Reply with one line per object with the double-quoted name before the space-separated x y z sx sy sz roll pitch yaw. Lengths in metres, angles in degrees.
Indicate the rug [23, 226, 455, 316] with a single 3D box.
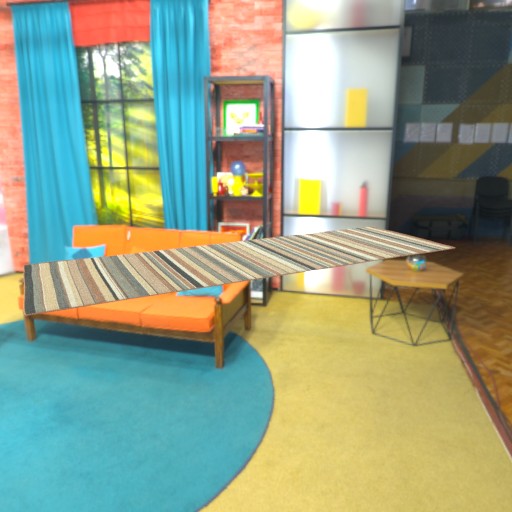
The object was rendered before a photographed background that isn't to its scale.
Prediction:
"rug" 0.000 0.000 2.607 2.444 0.010 0.799 -7 16 -26
